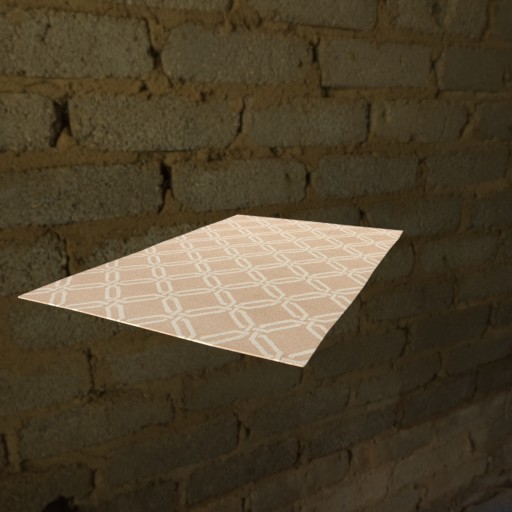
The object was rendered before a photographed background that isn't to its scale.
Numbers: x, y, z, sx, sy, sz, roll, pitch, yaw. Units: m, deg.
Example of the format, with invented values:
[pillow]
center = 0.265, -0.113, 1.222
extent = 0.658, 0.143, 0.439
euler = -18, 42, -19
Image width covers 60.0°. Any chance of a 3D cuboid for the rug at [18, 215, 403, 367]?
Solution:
[rug]
center = 0.000, 0.000, 2.162
extent = 1.146, 0.010, 1.745
euler = 8, 18, 25
